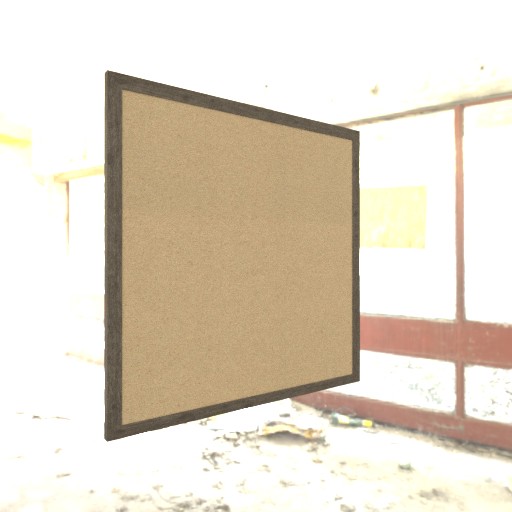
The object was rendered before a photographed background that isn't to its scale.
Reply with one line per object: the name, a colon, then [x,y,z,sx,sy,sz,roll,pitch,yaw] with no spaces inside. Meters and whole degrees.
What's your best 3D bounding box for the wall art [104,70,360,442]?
wall art: [0.000,0.000,0.682,0.457,0.457,0.013,0,0,-35]
